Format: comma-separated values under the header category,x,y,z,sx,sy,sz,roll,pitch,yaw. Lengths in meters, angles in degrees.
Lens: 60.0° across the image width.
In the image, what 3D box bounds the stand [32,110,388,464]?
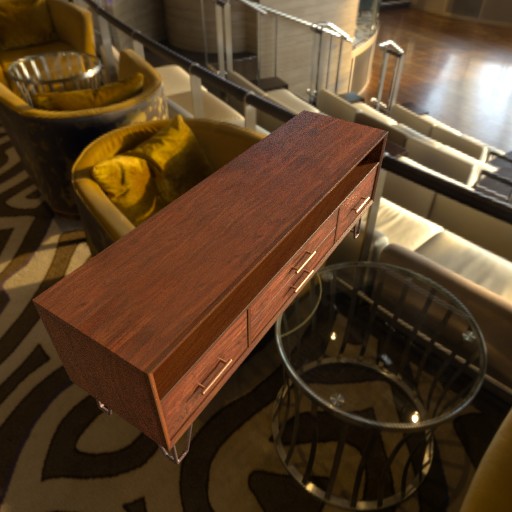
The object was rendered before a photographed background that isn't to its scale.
category,x,y,z,sx,sy,sz,roll,pitch,yaw
stand,0.000,0.000,1.893,0.481,0.610,1.626,23,46,25
